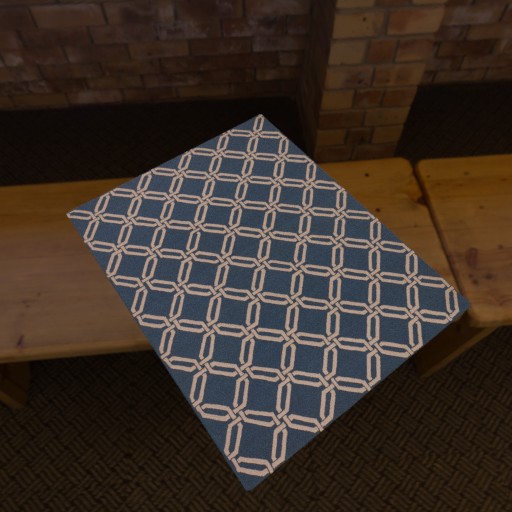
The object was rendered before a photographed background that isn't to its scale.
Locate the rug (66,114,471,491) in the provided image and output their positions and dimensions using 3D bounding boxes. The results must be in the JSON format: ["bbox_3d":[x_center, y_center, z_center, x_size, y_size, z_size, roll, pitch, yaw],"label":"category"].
[{"bbox_3d":[0.000,0.000,3.862,2.277,0.020,2.867,-32,63,-19],"label":"rug"}]
